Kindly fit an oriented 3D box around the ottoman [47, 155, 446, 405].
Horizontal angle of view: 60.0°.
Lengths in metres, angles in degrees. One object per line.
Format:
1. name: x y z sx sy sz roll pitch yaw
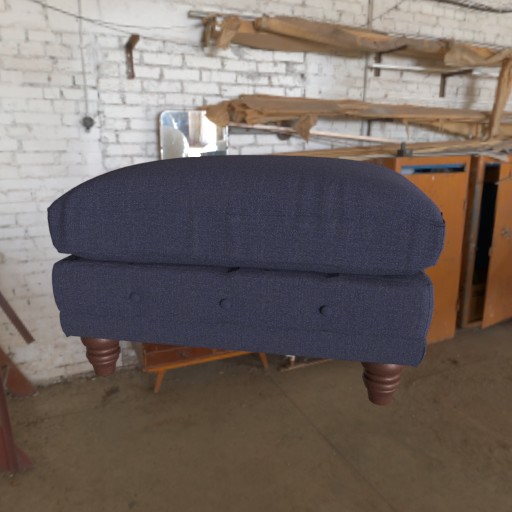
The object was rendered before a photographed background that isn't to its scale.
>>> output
1. ottoman: 0.000 0.000 1.104 0.767 0.486 0.558 3 15 10
